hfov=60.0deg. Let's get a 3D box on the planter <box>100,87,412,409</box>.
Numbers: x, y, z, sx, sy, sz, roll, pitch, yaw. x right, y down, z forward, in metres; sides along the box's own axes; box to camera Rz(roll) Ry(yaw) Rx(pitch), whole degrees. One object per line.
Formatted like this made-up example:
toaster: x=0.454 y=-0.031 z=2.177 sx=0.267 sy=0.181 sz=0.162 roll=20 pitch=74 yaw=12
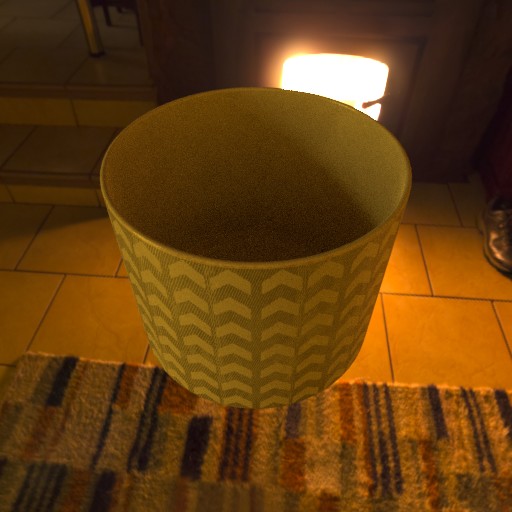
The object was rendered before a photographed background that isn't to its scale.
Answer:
planter: x=0.000 y=0.000 z=0.450 sx=0.250 sy=0.239 sz=0.250 roll=0 pitch=46 yaw=0
